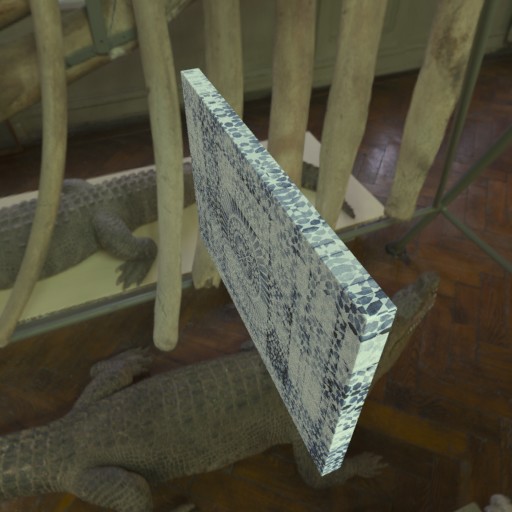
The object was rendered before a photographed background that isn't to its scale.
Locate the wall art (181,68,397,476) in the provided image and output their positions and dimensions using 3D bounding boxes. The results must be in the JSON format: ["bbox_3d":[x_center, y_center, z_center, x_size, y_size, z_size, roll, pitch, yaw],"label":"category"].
[{"bbox_3d":[0.000,0.000,1.129,0.057,0.608,0.911,-17,47,-16],"label":"wall art"}]
